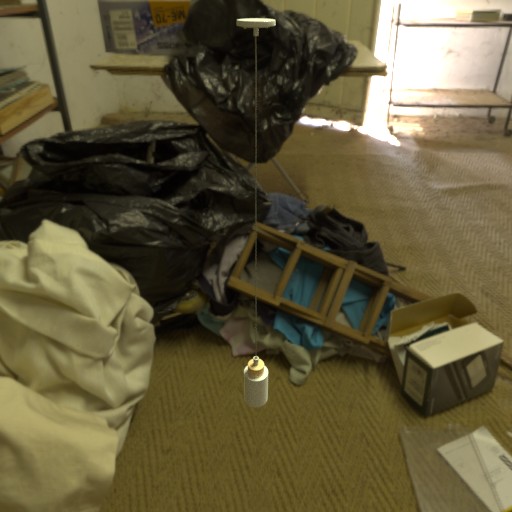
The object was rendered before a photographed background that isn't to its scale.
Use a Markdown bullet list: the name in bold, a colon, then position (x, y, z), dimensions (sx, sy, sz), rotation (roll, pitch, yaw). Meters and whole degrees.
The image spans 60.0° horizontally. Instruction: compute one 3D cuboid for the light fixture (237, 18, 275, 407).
- **light fixture**: position (0.000, 0.000, 1.906), dimensions (0.125, 1.798, 0.125), rotation (-9, 33, -14)
